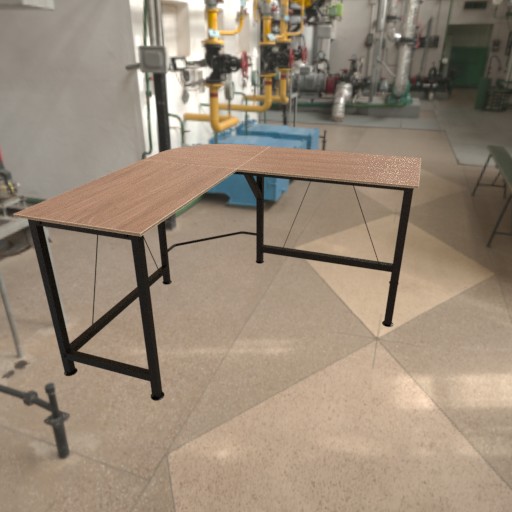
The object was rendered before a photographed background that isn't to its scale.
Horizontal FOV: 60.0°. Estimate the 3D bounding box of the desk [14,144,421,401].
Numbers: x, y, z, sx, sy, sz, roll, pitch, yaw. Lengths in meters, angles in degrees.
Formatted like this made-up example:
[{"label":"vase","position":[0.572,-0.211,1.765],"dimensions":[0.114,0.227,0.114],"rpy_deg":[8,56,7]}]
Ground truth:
[{"label":"desk","position":[0.000,0.000,2.182],"dimensions":[1.400,0.762,1.400],"rpy_deg":[9,27,17]}]
